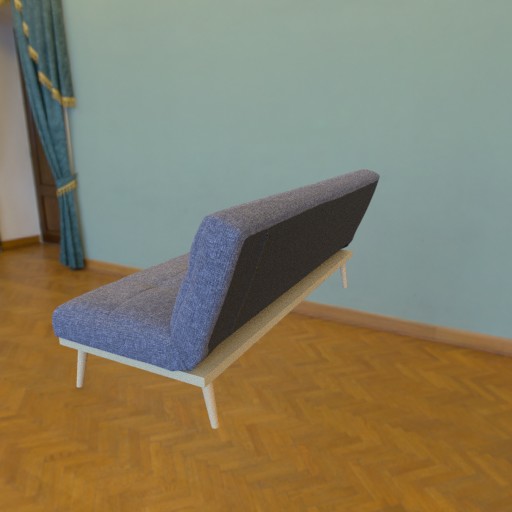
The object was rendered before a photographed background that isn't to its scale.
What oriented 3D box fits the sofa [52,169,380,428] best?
[{"bbox_3d":[0.000,0.000,2.240,0.820,0.770,1.820,8,18,26],"label":"sofa"}]
